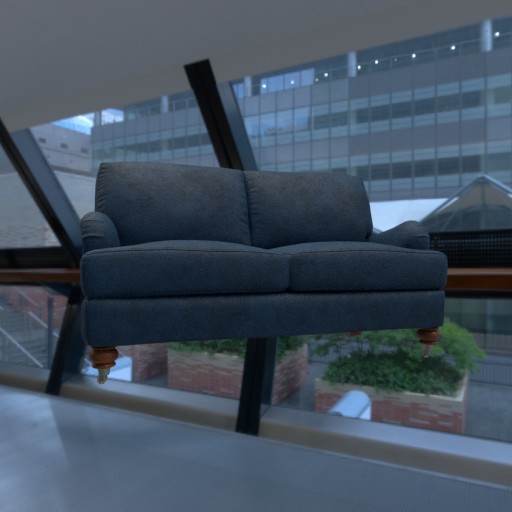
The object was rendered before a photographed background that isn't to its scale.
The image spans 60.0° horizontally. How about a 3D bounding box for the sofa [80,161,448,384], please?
[{"bbox_3d":[0.000,0.000,2.540,1.853,1.101,1.084,0,0,-17],"label":"sofa"}]
